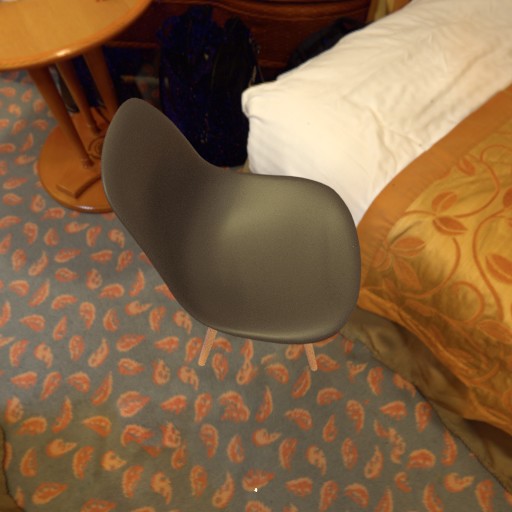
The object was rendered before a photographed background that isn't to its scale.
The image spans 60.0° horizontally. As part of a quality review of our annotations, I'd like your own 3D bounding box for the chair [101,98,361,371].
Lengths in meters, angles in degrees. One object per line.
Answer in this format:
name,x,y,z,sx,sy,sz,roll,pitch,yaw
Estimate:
chair,0.000,0.000,1.135,0.533,0.825,0.470,3,62,1
